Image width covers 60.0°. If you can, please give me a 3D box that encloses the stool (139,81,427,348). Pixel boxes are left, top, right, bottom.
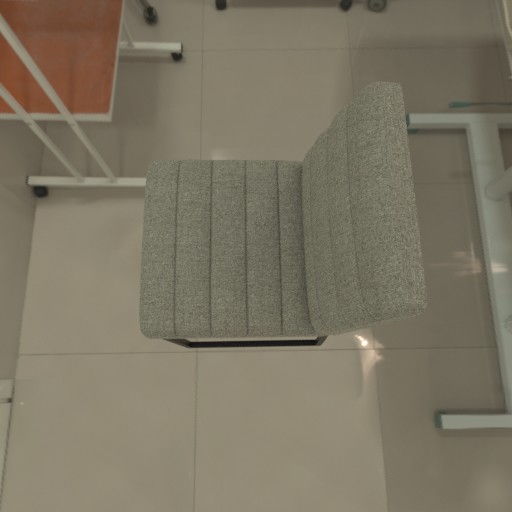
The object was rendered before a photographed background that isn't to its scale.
[{"bbox_3d":[0.000,0.000,1.225,0.560,0.940,0.460,-1,75,0],"label":"stool"}]
